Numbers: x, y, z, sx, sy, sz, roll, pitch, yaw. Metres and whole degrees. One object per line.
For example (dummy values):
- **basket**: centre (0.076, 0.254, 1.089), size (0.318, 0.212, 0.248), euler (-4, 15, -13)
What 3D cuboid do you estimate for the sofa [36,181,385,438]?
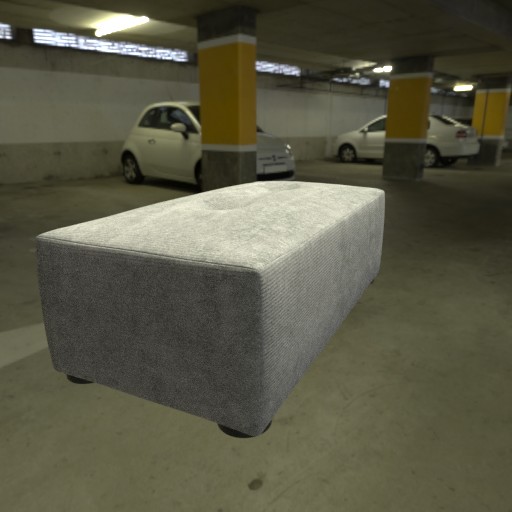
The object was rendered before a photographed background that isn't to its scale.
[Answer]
- **sofa**: centre (0.000, 0.000, 1.137), size (0.480, 0.330, 0.930), euler (8, 18, 25)
